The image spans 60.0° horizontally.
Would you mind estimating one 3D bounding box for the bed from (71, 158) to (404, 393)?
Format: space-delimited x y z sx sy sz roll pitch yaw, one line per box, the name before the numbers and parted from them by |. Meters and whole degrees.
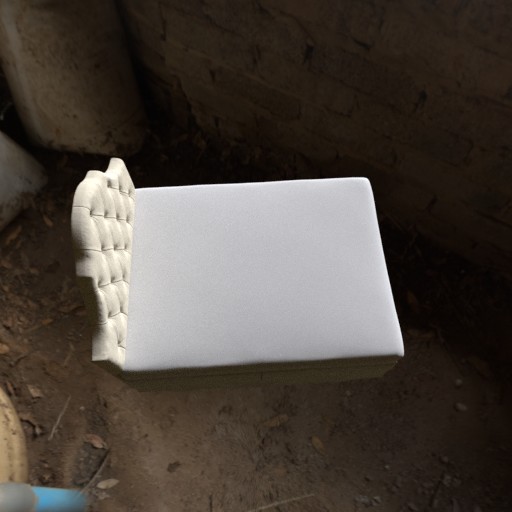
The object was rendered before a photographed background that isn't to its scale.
bed | 0.000 0.000 3.241 2.092 1.575 1.627 -3 65 -1
